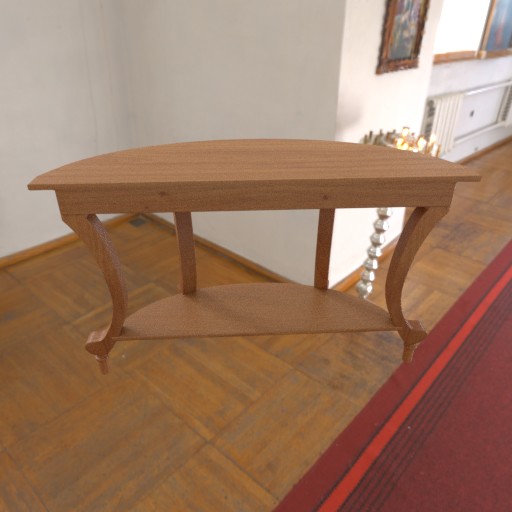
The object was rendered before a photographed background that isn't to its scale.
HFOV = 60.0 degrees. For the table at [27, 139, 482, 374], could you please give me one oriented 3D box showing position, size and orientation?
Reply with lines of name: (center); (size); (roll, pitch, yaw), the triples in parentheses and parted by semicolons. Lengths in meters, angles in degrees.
table: (0.000, 0.000, 1.508); (1.198, 0.692, 0.394); (-2, 30, -3)
